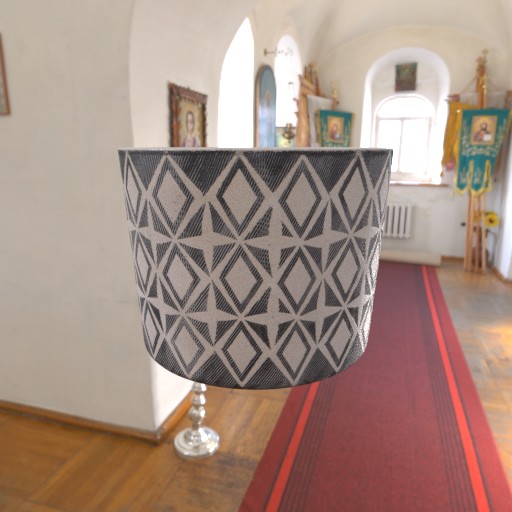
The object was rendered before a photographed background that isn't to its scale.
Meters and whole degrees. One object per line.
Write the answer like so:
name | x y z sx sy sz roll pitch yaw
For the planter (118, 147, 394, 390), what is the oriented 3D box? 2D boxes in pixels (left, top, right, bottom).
planter | 0.000 0.000 0.462 0.260 0.220 0.260 0 14 0
